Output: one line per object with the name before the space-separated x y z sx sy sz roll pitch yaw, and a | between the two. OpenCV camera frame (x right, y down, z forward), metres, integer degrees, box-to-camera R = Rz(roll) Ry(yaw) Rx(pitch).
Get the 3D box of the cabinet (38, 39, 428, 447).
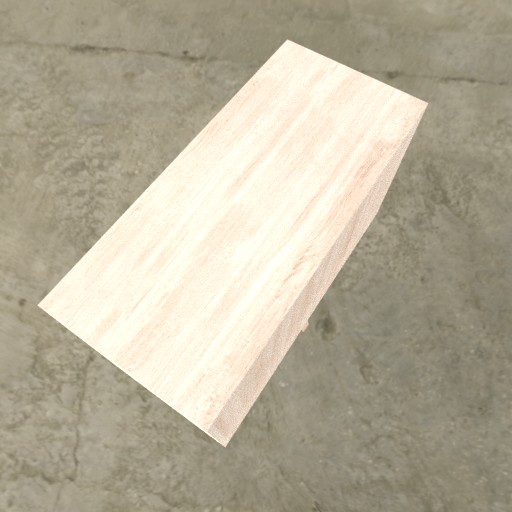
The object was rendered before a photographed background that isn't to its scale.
cabinet | 0.000 0.000 1.541 0.500 0.780 1.110 31 68 14
